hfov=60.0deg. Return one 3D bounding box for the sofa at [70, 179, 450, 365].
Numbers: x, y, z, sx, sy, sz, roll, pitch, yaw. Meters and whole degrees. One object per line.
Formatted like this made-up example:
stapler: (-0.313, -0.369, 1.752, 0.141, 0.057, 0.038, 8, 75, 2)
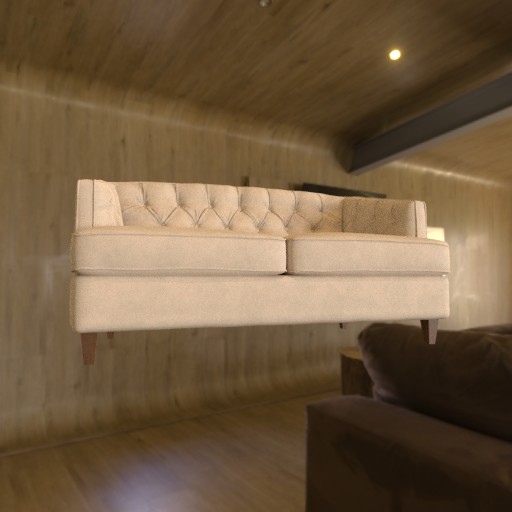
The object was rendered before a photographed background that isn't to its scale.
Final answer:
sofa: (0.000, 0.000, 2.301, 1.731, 0.878, 0.940, 1, -3, -18)
